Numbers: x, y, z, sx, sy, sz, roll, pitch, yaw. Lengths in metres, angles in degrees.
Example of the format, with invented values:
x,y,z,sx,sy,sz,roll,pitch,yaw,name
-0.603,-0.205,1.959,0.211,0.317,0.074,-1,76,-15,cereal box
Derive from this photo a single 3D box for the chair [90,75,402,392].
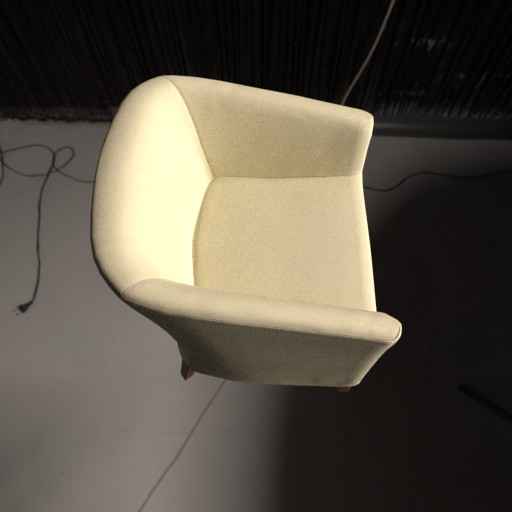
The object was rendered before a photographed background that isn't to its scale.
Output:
x,y,z,sx,sy,sz,roll,pitch,yaw,name
0.000,0.000,1.273,0.657,0.822,0.643,1,62,1,chair
